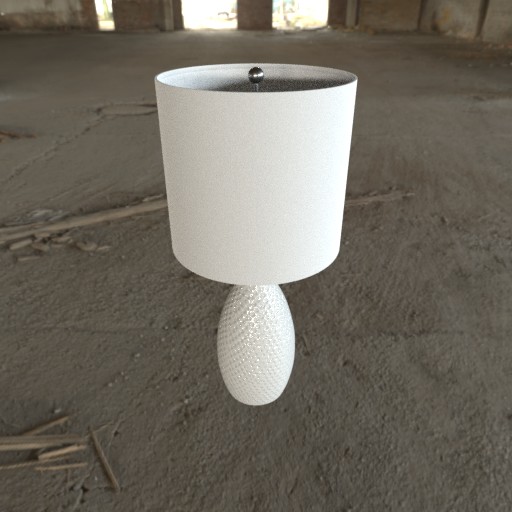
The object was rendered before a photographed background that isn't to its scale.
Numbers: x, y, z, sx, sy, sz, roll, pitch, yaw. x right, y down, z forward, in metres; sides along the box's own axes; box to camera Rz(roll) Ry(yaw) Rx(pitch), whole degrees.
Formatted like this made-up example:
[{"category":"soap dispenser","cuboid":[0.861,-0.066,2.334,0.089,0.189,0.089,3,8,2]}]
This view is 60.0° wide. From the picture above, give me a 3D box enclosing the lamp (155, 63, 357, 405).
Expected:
[{"category":"lamp","cuboid":[0.000,0.000,0.589,0.214,0.466,0.214,1,30,1]}]
